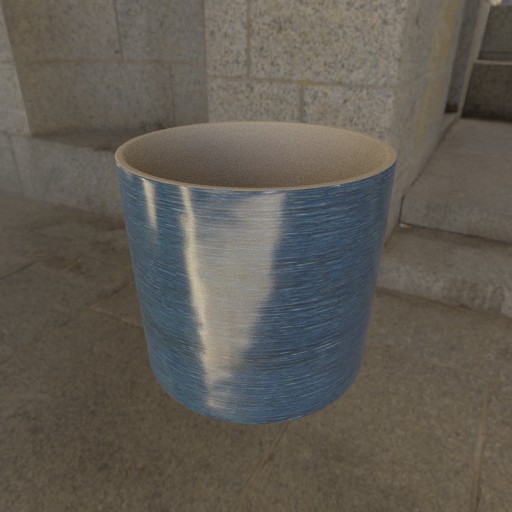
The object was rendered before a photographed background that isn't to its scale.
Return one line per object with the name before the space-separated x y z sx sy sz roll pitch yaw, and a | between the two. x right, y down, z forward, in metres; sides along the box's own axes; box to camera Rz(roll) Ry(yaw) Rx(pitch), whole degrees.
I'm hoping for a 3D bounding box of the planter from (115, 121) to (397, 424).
planter | 0.000 0.000 0.407 0.221 0.201 0.221 0 27 0
